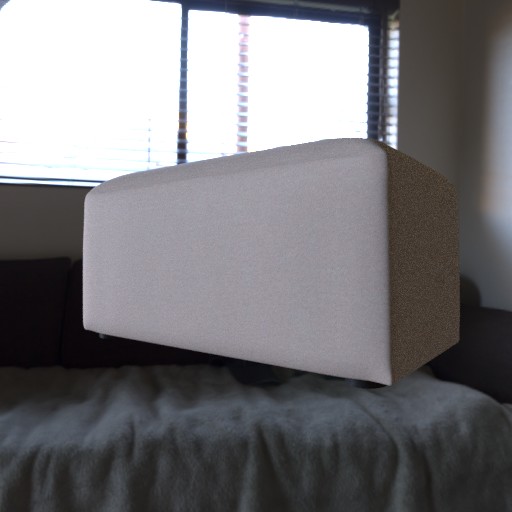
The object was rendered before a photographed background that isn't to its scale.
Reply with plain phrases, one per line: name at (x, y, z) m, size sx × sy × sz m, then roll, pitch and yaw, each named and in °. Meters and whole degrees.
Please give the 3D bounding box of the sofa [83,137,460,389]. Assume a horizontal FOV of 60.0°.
sofa at (0.000, 0.000, 1.196) m, size 0.930 × 0.470 × 0.480 m, roll 0°, pitch 0°, yaw 37°
